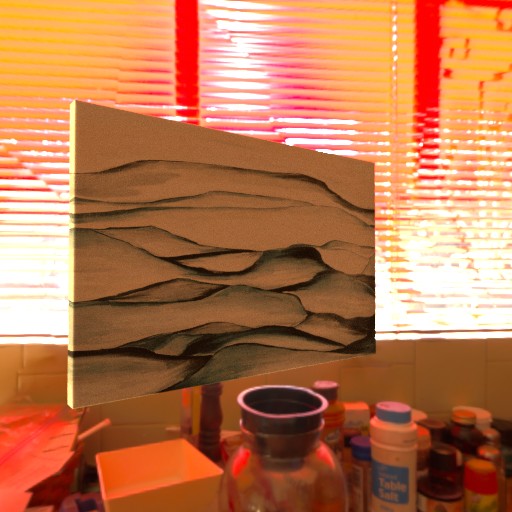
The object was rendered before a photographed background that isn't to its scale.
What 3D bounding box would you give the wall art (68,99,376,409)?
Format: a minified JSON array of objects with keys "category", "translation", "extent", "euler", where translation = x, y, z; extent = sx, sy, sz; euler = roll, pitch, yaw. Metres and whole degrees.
[{"category":"wall art","translation":[0.000,0.000,1.153],"extent":[0.914,0.609,0.039],"euler":[1,-1,-36]}]
